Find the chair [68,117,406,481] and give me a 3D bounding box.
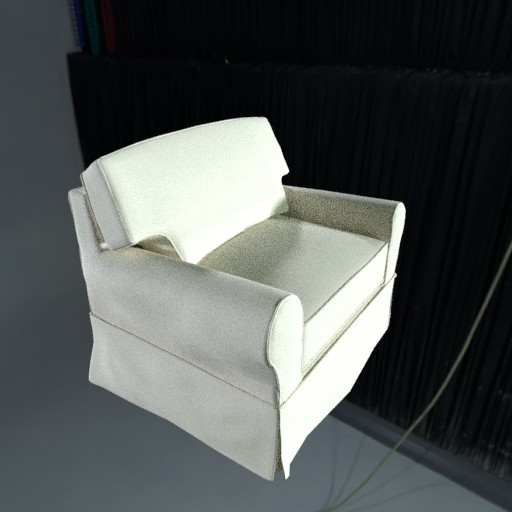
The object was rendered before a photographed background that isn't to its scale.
[{"bbox_3d":[0.000,0.000,1.767,0.904,0.958,1.099,17,31,31],"label":"chair"}]
